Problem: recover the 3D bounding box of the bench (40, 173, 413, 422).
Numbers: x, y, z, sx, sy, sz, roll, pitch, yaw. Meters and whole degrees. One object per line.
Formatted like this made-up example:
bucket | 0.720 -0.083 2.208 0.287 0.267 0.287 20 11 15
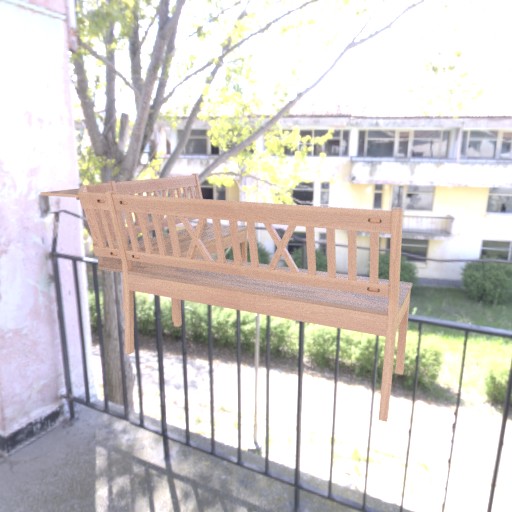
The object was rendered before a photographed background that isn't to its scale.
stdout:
bench | 0.000 0.000 2.788 1.937 0.902 1.537 7 15 26
